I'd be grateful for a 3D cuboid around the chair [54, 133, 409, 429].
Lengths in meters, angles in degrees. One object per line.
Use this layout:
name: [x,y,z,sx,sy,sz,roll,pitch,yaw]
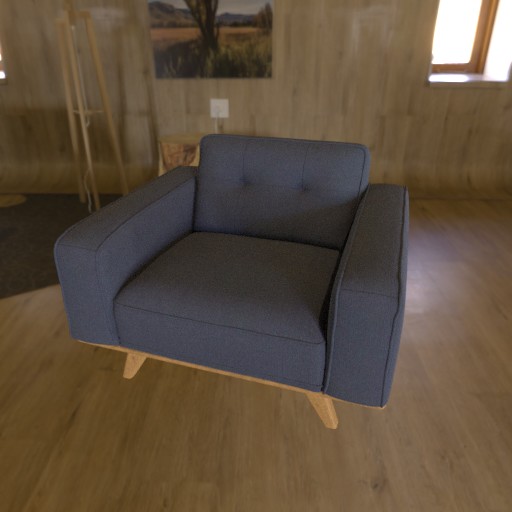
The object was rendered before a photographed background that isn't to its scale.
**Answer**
chair: [0.000,0.000,1.744,1.118,0.783,0.953,8,28,16]
